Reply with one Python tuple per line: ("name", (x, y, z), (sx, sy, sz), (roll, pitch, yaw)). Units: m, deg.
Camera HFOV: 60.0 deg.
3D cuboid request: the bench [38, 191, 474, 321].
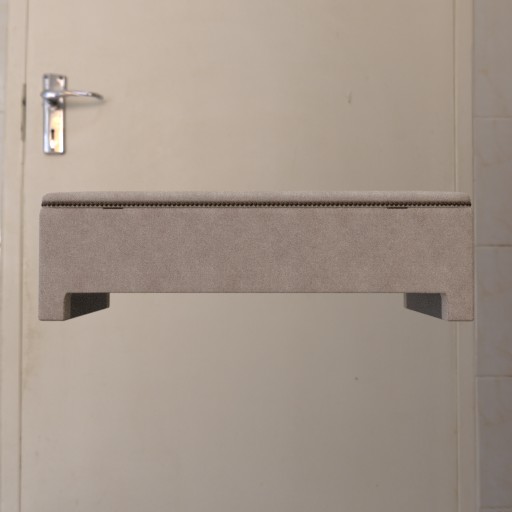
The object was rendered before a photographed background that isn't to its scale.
("bench", (0.000, 0.000, 1.717), (1.482, 0.447, 0.470), (0, -1, 0))
